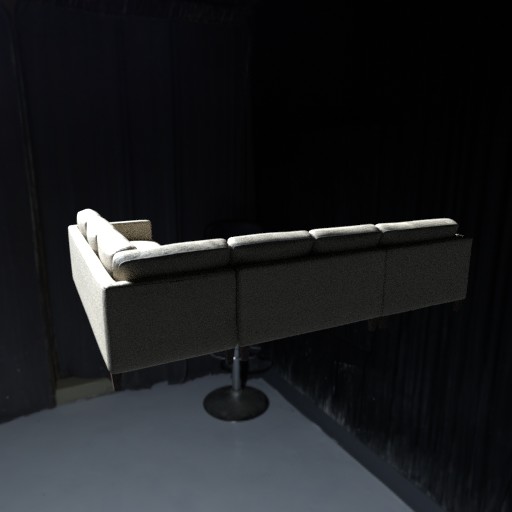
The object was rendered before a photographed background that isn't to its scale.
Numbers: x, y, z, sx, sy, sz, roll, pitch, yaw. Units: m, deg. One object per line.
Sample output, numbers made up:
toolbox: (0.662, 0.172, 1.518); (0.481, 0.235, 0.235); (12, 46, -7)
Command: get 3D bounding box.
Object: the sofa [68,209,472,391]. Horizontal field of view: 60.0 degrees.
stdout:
sofa: (0.000, 0.000, 4.677); (3.460, 0.959, 2.593); (-7, 15, -26)
